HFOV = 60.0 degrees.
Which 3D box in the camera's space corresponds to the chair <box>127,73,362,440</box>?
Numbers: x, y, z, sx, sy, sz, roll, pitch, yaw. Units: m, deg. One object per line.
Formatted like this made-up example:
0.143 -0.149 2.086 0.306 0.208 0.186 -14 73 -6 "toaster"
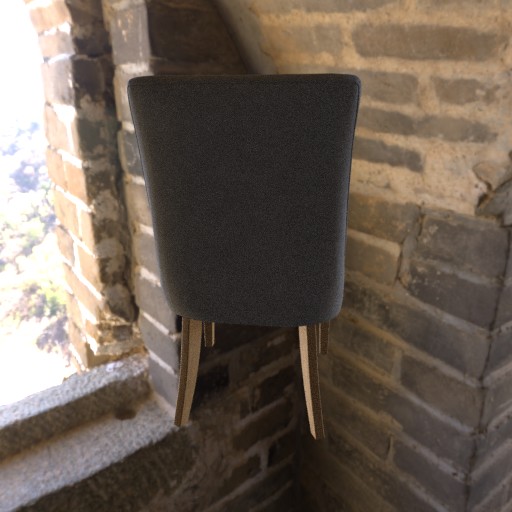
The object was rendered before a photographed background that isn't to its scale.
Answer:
0.000 0.000 1.243 0.495 0.902 0.610 2 17 7 "chair"
